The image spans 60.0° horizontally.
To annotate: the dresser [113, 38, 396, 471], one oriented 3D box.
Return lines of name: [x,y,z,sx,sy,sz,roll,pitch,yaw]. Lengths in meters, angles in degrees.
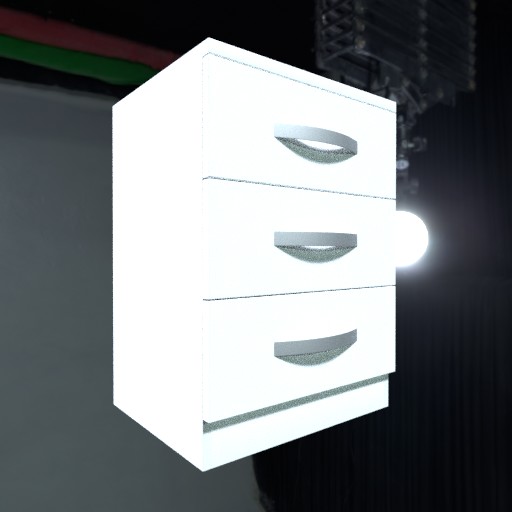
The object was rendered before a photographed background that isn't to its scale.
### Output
dresser: [0.000,0.000,0.813,0.400,0.560,0.360,0,1,-38]
